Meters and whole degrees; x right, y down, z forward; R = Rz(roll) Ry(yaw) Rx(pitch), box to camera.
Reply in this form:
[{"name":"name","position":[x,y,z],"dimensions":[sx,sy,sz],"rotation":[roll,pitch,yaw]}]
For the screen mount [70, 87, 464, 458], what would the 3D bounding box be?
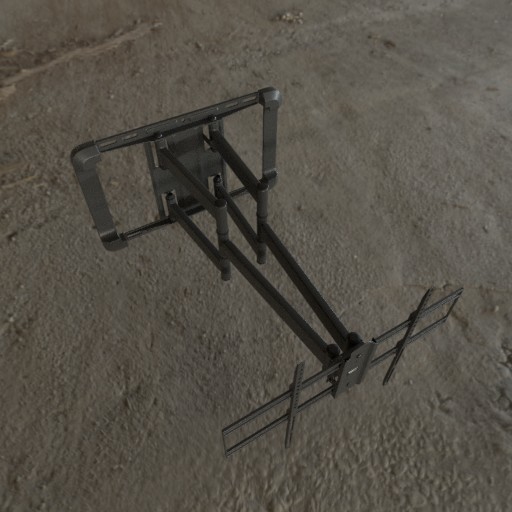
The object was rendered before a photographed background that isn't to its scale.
[{"name":"screen mount","position":[0.000,0.000,1.319],"dimensions":[0.725,0.483,0.905],"rotation":[-24,53,-20]}]
